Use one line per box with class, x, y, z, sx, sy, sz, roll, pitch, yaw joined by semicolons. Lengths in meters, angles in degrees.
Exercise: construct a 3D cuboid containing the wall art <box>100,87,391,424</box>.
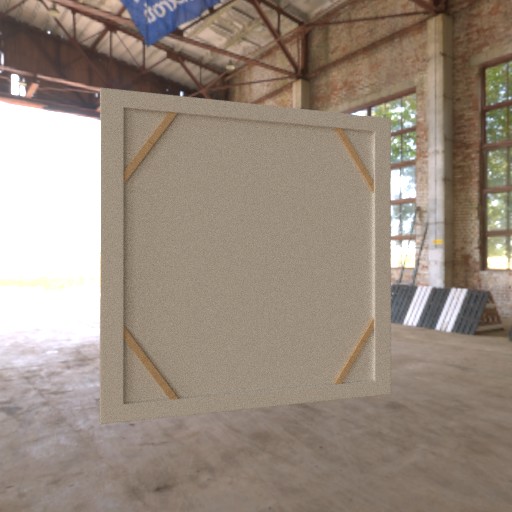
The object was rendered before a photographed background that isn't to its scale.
wall art;0.000;0.000;0.612;0.405;0.407;0.038;0;0;-17
